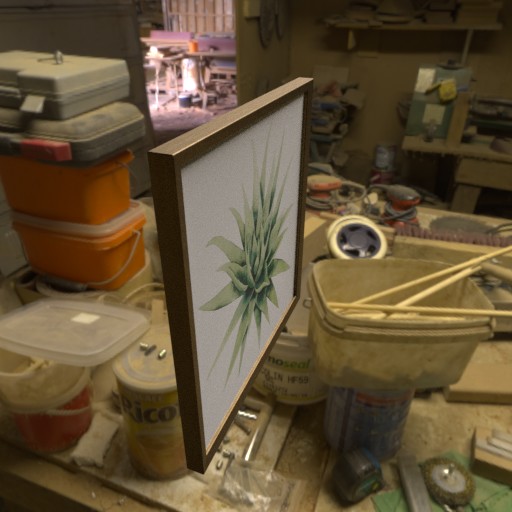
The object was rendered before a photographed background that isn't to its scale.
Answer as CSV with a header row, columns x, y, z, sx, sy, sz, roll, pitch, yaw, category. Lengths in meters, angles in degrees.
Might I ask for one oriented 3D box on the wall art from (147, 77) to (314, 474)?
x,y,z,sx,sy,sz,roll,pitch,yaw,category
0.000,0.000,0.763,0.030,0.506,0.503,12,32,19,wall art
